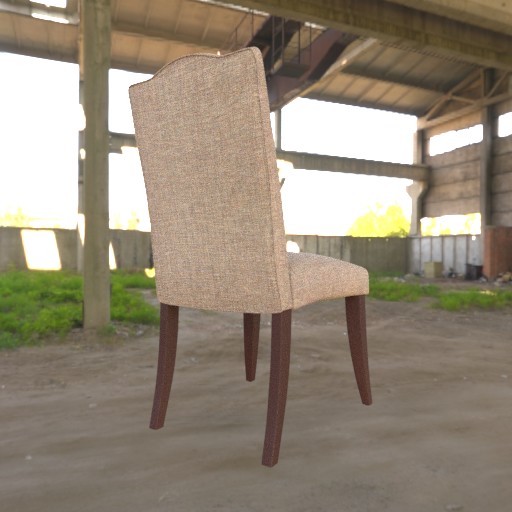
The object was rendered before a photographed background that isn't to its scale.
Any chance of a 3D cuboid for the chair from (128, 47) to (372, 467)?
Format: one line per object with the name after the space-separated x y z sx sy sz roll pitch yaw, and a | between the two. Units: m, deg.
0.000 0.000 1.381 0.513 1.016 0.660 0 1 34 | chair
